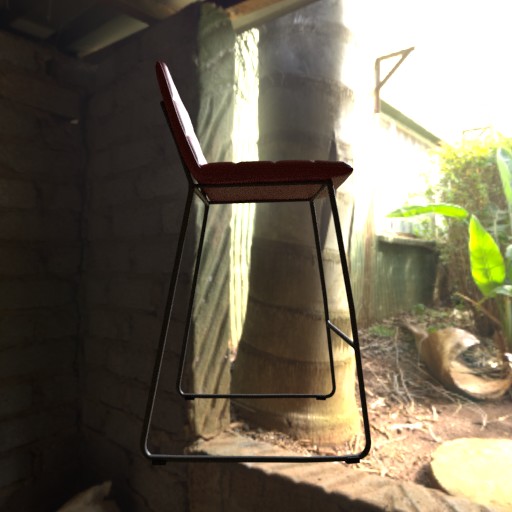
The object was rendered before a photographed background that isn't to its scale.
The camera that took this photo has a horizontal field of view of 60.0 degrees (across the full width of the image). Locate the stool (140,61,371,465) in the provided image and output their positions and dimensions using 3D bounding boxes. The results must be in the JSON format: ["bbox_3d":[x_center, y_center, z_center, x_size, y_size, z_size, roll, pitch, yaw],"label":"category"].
[{"bbox_3d":[0.000,0.000,1.234,0.524,0.937,0.489,0,-1,0],"label":"stool"}]
